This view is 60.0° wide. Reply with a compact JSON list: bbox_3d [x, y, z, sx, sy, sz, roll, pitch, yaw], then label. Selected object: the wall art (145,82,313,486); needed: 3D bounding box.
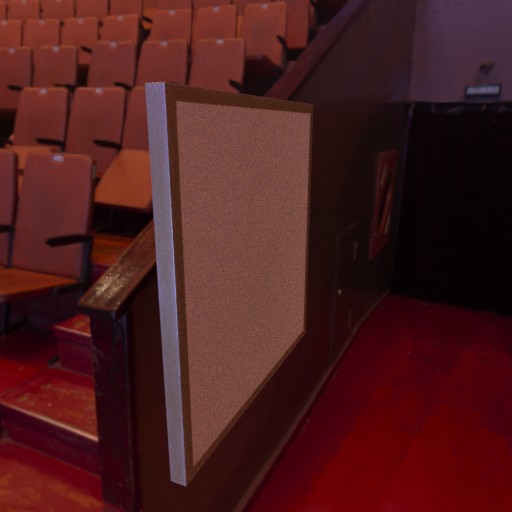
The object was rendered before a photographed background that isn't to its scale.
[{"bbox_3d":[0.000,0.000,1.126,0.037,0.760,0.762,7,18,23],"label":"wall art"}]
